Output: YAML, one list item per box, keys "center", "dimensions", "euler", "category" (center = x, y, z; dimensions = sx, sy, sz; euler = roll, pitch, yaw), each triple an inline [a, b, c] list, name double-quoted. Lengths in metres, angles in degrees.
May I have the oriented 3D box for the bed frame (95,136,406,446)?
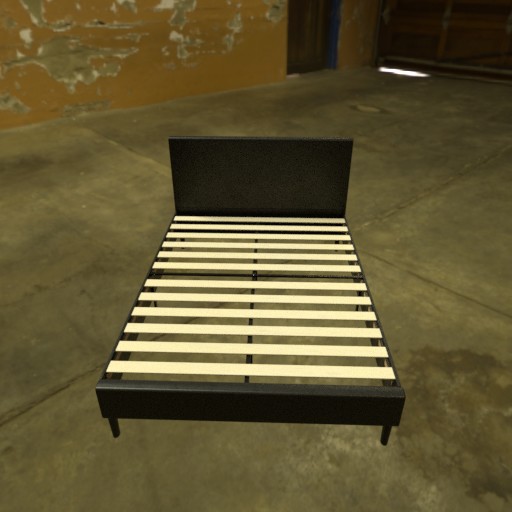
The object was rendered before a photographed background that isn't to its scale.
- center: [0.000, 0.000, 3.236]
  dimensions: [1.634, 1.127, 2.318]
  euler: [1, 30, 2]
  category: "bed frame"
